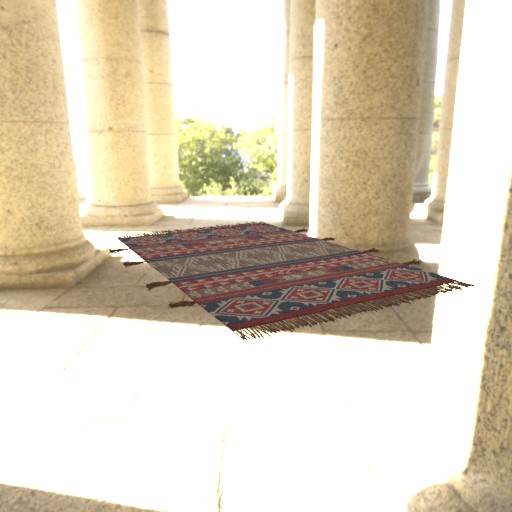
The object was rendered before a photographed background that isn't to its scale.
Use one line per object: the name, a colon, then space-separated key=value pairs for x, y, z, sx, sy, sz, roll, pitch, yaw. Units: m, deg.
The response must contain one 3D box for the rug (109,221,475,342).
rug: x=0.000 y=0.000 z=3.177 sx=1.778 sy=0.048 sz=2.450 roll=-8 pitch=16 yaw=-28
